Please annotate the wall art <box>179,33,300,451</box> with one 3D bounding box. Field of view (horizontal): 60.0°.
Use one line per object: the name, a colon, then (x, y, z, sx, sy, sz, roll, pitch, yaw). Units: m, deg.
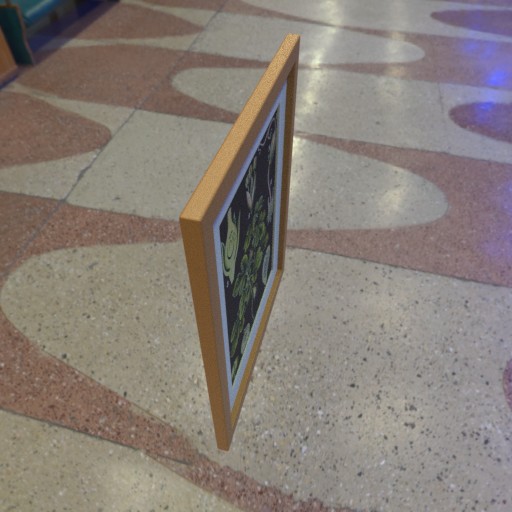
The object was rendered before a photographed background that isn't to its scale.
wall art: (0.000, 0.000, 0.745, 0.022, 0.553, 0.452, 11, 47, 10)
